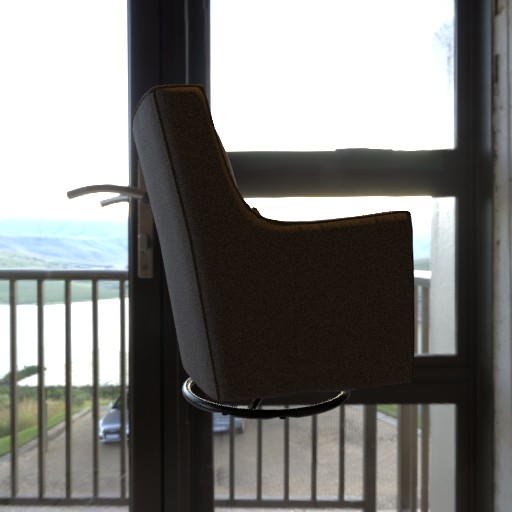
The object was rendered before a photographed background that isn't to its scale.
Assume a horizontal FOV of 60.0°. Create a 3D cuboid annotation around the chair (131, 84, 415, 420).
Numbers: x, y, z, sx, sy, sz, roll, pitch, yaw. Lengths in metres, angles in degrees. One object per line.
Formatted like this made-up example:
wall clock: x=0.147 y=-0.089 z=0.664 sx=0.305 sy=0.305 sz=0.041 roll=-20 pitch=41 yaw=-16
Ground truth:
chair: x=0.000 y=0.000 z=1.628 sx=0.879 sy=0.993 sz=0.732 roll=0 pitch=0 yaw=-17
